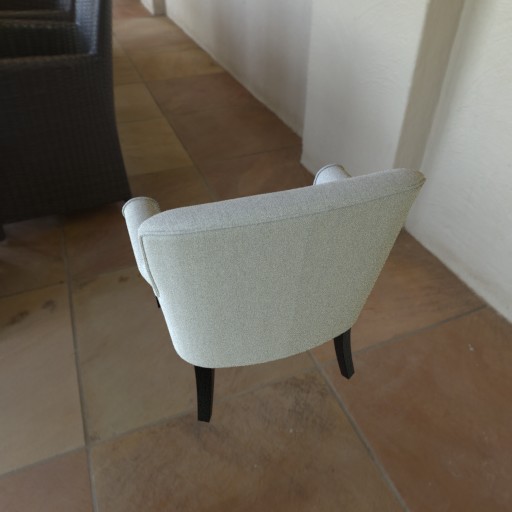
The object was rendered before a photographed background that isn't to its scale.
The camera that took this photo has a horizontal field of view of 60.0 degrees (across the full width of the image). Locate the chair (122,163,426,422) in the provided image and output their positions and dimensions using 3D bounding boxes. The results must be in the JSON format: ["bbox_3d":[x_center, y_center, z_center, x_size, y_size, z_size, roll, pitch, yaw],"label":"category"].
[{"bbox_3d":[0.000,0.000,1.481,0.781,0.875,0.750,-12,41,-14],"label":"chair"}]
